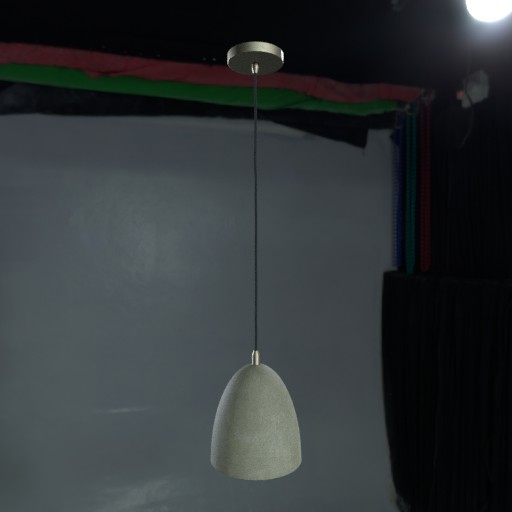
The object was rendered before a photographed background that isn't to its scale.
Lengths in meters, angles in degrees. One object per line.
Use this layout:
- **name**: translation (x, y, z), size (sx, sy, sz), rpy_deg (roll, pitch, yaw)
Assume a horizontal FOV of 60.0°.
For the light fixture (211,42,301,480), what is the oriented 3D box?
- **light fixture**: translation (0.000, 0.000, 0.836), size (0.170, 0.759, 0.170), rpy_deg (0, 0, -18)
